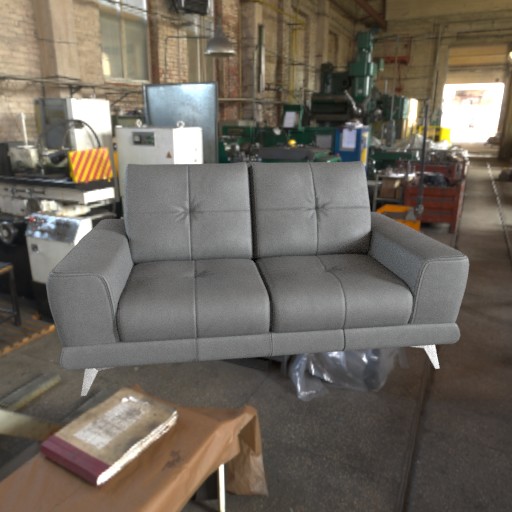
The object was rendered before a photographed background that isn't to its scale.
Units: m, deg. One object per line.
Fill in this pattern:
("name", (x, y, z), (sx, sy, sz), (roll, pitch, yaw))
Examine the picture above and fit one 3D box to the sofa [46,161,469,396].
("sofa", (0.000, 0.000, 2.300), (1.806, 0.907, 1.018), (-2, 17, -7))
